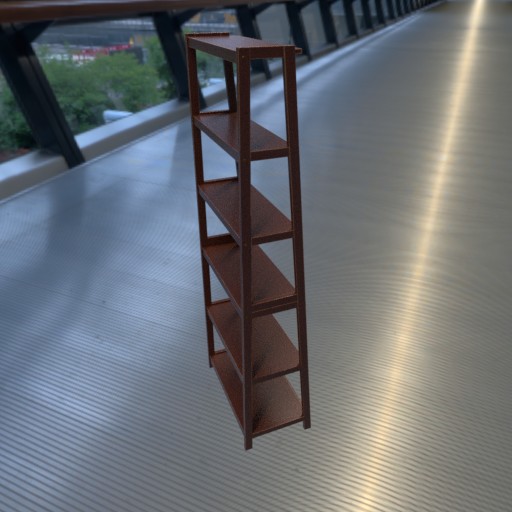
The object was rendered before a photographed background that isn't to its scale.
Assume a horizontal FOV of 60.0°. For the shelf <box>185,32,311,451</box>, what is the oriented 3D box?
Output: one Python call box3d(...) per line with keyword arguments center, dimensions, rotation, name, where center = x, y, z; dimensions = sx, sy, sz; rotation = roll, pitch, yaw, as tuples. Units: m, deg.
box3d(center=(0.000, 0.000, 2.136), dimensions=(0.381, 1.892, 0.660), rotation=(-11, 32, -19), name="shelf")
